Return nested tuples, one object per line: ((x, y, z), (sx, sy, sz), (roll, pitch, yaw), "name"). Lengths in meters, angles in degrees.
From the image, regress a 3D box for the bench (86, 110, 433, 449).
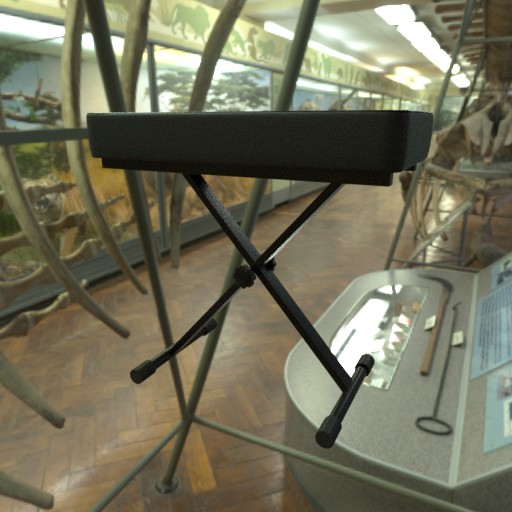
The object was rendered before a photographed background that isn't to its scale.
((0.000, 0.000, 0.914), (0.600, 0.561, 0.300), (9, 19, 26), "bench")
